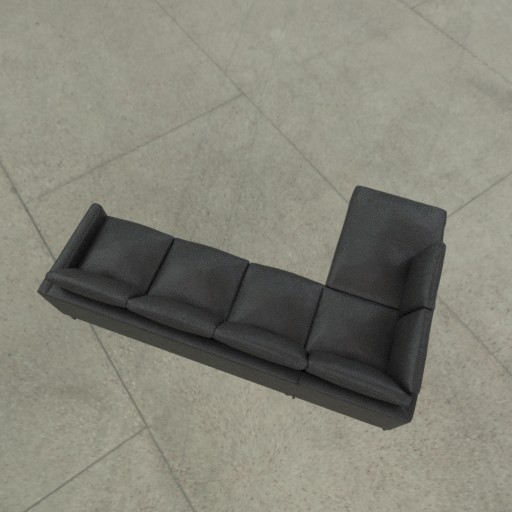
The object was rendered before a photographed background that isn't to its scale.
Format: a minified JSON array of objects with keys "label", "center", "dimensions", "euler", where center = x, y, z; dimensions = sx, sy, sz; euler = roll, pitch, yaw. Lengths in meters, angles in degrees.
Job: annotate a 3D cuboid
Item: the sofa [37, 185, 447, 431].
[{"label":"sofa","center":[0.000,0.000,3.834],"dimensions":[2.984,0.877,1.938],"euler":[18,64,9]}]
